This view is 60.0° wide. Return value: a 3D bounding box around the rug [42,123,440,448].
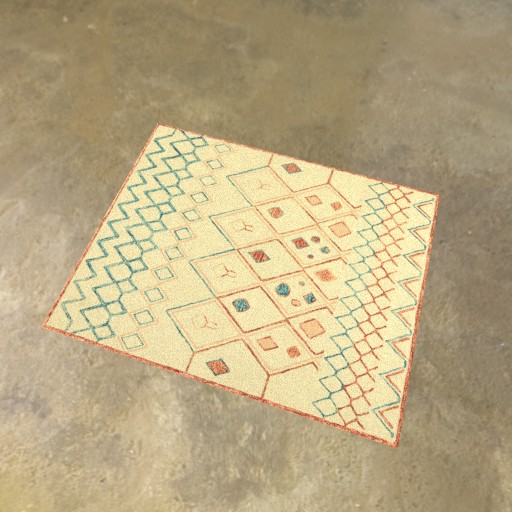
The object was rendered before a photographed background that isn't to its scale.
[{"bbox_3d":[0.000,0.000,4.093,3.050,0.016,2.441,16,64,8],"label":"rug"}]
